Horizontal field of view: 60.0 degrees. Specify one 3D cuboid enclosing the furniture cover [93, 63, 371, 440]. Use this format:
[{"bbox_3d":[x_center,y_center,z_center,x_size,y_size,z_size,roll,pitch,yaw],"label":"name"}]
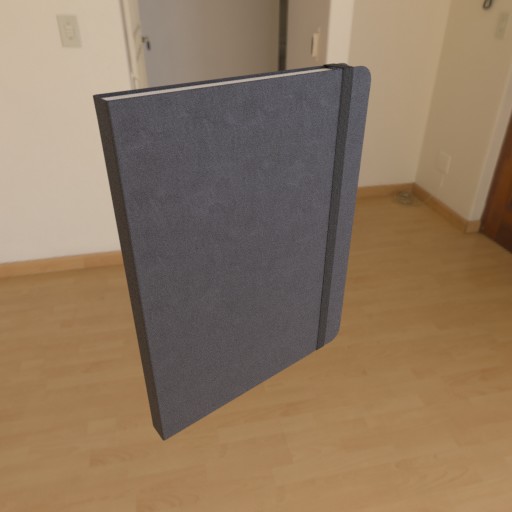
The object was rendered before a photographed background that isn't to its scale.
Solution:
[{"bbox_3d":[0.000,0.000,0.369,0.216,0.281,0.023,-22,37,-32],"label":"furniture cover"}]
